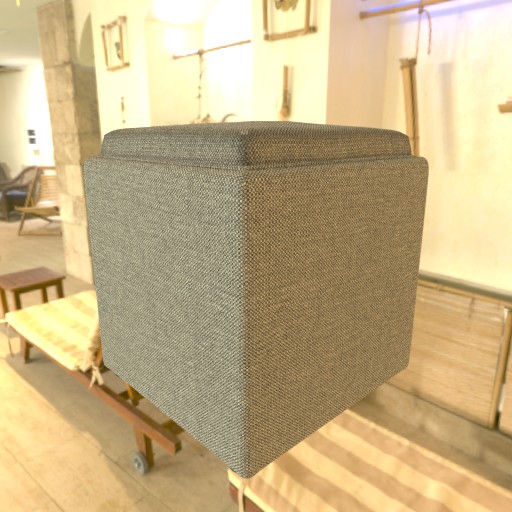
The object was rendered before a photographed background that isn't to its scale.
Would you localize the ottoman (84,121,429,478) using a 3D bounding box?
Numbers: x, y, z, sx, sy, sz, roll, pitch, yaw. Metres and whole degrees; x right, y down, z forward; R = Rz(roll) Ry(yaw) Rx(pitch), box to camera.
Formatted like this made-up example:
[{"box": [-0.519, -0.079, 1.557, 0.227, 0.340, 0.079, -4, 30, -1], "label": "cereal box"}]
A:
[{"box": [0.000, 0.000, 0.837, 0.454, 0.487, 0.436, -14, 21, -41], "label": "ottoman"}]
